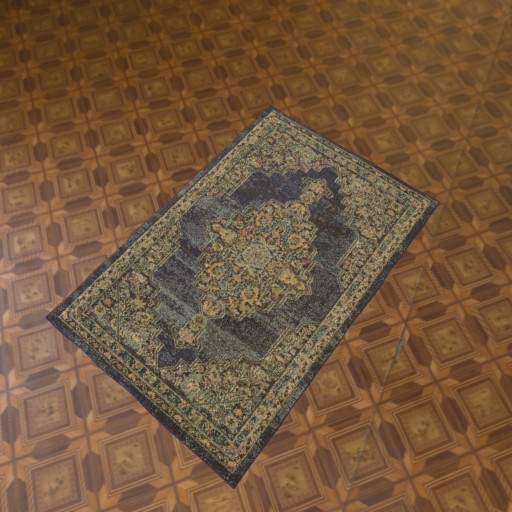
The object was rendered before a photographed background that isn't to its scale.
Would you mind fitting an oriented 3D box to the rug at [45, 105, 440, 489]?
[{"bbox_3d":[0.000,0.000,2.277,1.184,0.012,1.781,35,68,17],"label":"rug"}]
